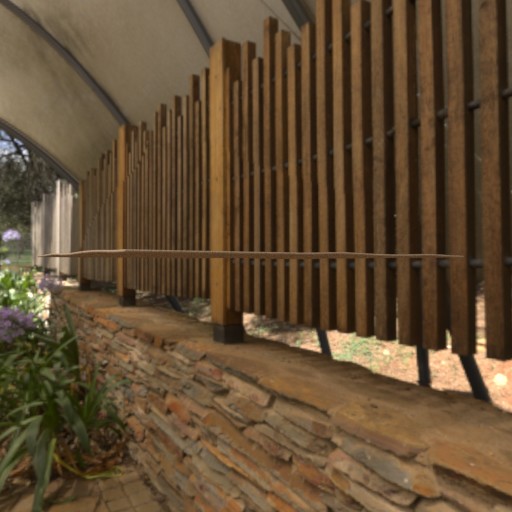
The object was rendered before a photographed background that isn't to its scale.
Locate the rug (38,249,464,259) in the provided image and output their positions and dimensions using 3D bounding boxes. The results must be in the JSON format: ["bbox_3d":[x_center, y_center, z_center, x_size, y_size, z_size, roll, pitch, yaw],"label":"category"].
[{"bbox_3d":[0.000,0.000,2.282,1.829,0.013,1.220,1,-1,-37],"label":"rug"}]
